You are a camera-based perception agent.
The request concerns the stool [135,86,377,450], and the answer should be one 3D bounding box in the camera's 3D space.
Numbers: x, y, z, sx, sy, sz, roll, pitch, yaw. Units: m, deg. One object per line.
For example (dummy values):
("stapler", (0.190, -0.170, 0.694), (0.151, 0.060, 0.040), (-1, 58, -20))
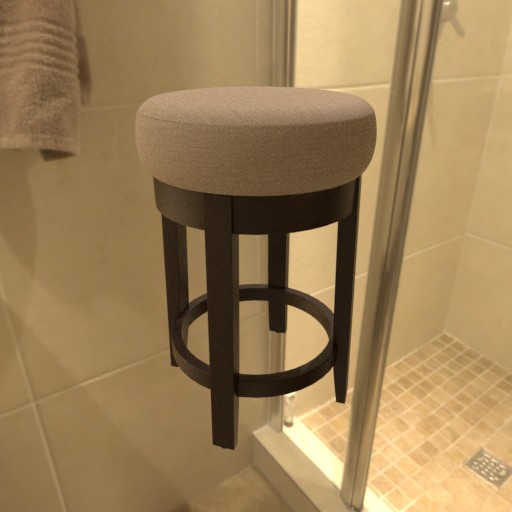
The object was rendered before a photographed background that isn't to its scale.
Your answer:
("stool", (0.000, 0.000, 0.950), (0.443, 0.672, 0.443), (0, 26, 0))
